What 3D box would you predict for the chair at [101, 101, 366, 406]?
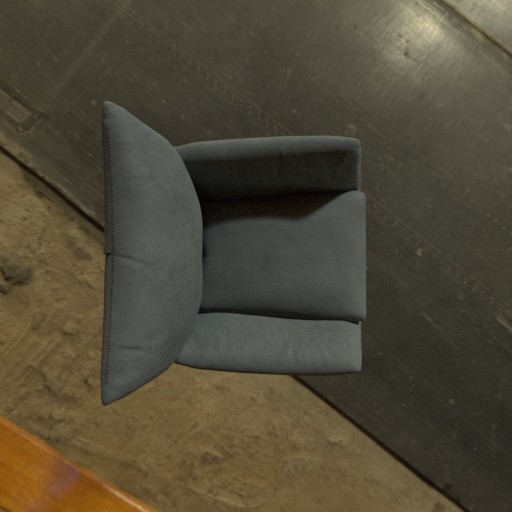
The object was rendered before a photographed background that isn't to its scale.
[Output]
[{"bbox_3d":[0.000,0.000,1.391,0.709,0.858,0.678,0,89,0],"label":"chair"}]
